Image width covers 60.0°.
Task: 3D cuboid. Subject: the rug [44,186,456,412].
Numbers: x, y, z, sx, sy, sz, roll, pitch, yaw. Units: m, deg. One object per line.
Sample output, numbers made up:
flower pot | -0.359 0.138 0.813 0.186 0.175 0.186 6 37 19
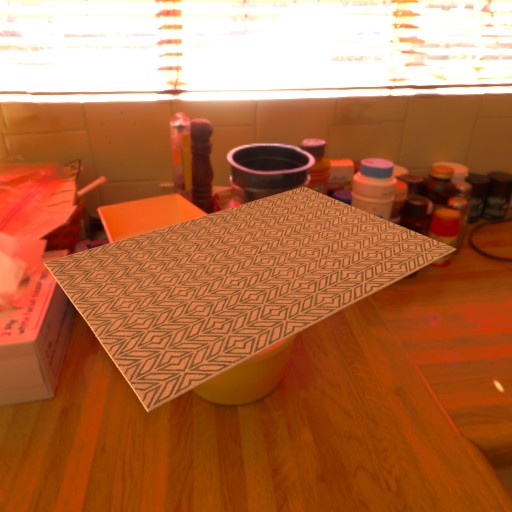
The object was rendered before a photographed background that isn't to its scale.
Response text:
rug | 0.000 0.000 2.354 1.828 0.007 1.220 -21 35 -32
